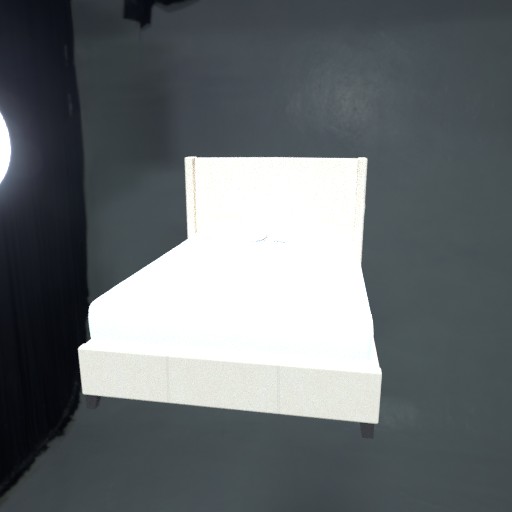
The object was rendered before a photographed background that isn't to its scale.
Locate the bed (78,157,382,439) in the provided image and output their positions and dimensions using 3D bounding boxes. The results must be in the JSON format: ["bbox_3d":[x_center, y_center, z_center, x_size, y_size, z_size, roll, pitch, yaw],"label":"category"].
[{"bbox_3d":[0.000,0.000,3.519,1.778,1.471,2.293,2,14,9],"label":"bed"}]
